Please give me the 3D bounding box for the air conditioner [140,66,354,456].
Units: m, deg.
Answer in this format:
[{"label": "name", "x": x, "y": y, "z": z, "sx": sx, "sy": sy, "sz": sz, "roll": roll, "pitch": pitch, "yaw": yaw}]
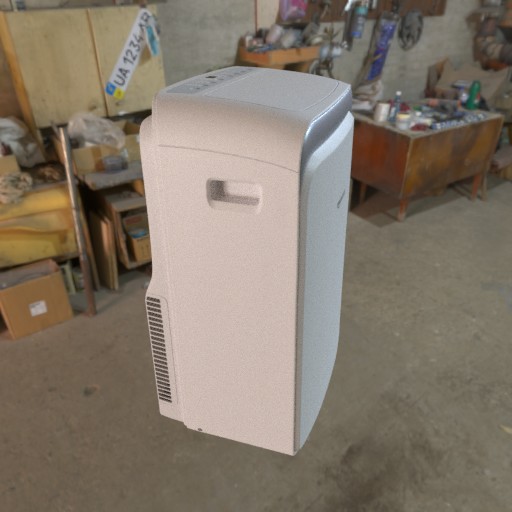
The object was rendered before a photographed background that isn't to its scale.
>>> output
[{"label": "air conditioner", "x": 0.000, "y": 0.000, "z": 0.937, "sx": 0.365, "sy": 0.700, "sz": 0.454, "roll": 10, "pitch": 32, "yaw": 17}]
